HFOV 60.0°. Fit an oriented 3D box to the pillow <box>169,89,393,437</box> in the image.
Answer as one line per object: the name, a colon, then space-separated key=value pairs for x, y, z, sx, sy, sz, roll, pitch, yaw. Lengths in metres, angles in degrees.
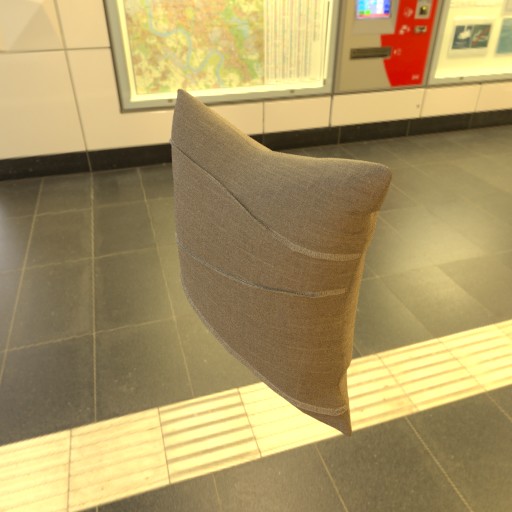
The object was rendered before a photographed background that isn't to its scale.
pillow: x=0.000 y=0.000 z=0.651 sx=0.169 sy=0.400 sz=0.424 roll=-22 pitch=39 yaw=-30
